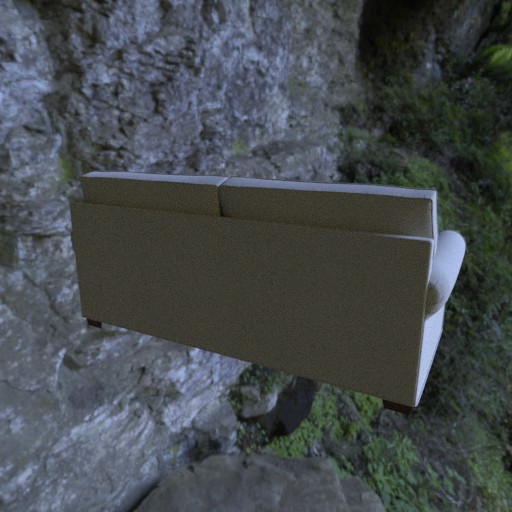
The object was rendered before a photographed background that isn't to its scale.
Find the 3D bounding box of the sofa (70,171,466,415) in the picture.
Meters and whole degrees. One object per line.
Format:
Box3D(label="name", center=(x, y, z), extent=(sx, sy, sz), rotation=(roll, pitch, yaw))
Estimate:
Box3D(label="sofa", center=(0.000, 0.000, 2.569), extent=(2.146, 0.962, 0.901), rotation=(8, 17, 27))
